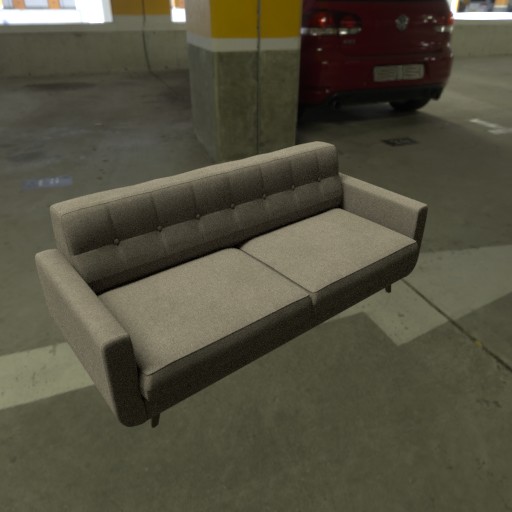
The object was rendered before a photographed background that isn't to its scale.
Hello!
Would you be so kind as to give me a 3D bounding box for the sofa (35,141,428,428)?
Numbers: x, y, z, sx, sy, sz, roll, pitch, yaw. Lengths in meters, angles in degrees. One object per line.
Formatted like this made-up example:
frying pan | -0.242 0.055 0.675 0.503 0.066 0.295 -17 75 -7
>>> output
sofa | 0.000 0.000 2.452 2.029 0.841 0.909 -22 36 -33
